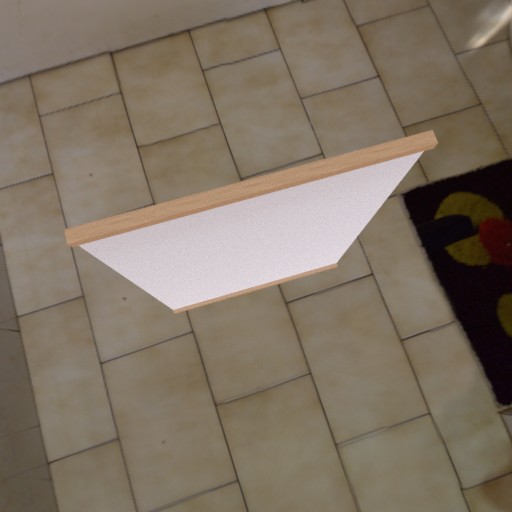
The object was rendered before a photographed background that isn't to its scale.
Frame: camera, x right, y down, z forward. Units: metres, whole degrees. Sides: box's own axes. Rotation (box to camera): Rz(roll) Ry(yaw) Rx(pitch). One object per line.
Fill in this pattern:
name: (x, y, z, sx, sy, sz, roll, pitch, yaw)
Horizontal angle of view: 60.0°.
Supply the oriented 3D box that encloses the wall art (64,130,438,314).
wall art: (0.000, 0.000, 0.633, 0.335, 0.510, 0.013, -16, 77, -4)
